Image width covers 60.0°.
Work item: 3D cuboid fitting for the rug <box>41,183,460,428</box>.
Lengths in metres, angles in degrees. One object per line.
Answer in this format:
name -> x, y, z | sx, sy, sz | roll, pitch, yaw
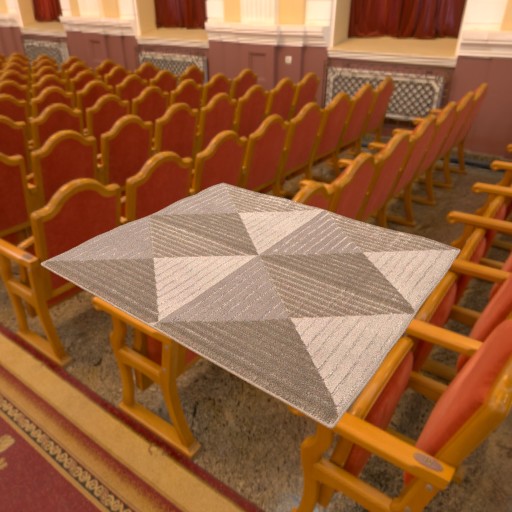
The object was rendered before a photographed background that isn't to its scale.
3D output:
rug -> 0.000, 0.000, 0.878 | 0.642, 0.008, 0.551 | 20, 36, 31
